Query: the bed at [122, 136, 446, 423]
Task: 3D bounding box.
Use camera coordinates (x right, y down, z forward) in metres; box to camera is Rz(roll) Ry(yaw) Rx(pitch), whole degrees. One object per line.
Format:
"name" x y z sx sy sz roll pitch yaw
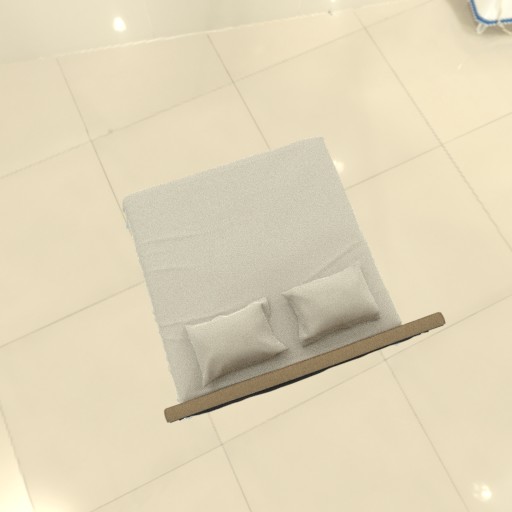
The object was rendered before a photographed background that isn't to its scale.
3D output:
"bed" 0.000 0.000 3.780 2.311 1.651 2.222 -18 75 -5
